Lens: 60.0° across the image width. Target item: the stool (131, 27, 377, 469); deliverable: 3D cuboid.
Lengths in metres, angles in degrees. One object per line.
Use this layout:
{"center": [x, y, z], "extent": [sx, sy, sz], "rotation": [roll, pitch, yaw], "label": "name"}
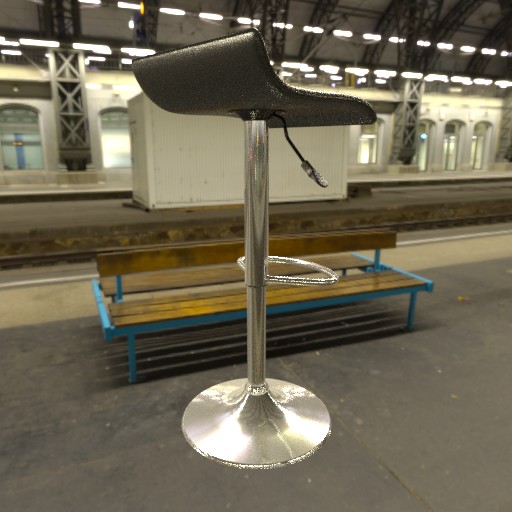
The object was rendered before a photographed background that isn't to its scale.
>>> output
{"center": [0.000, 0.000, 1.034], "extent": [0.381, 0.851, 0.381], "rotation": [13, 19, 43], "label": "stool"}
